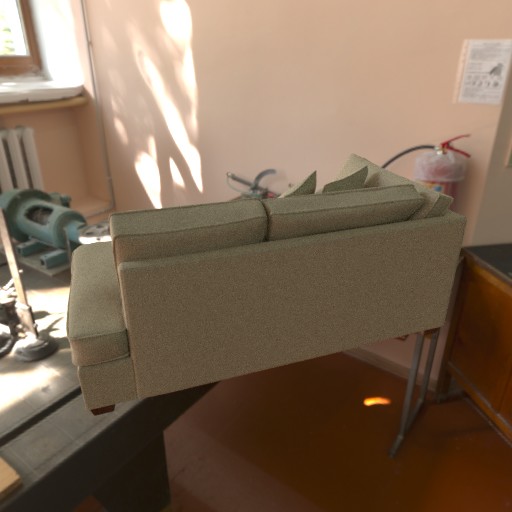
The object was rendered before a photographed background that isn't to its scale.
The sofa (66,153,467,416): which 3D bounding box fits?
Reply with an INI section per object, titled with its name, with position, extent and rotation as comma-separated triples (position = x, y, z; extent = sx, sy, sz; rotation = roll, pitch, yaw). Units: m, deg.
[sofa]
position = 0.000, 0.000, 2.814
extent = 2.237, 1.033, 1.110
rotation = -9, 27, -18
